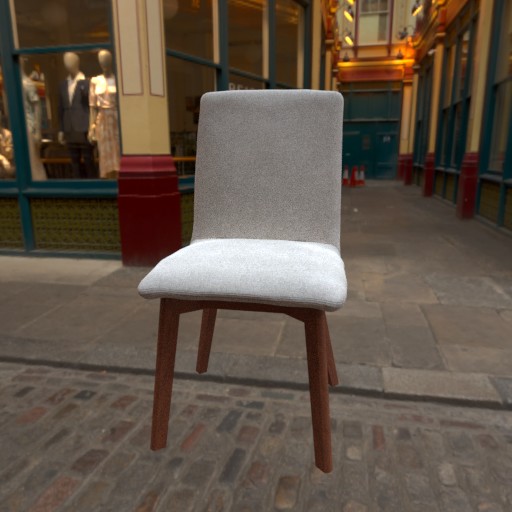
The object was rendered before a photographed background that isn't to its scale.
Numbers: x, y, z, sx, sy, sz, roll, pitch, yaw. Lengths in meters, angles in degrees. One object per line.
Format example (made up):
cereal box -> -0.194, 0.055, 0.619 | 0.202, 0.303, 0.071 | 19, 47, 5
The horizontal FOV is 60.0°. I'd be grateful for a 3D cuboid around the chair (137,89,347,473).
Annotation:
chair -> 0.000, 0.000, 1.295 | 0.522, 0.974, 0.563 | 3, 14, 10
